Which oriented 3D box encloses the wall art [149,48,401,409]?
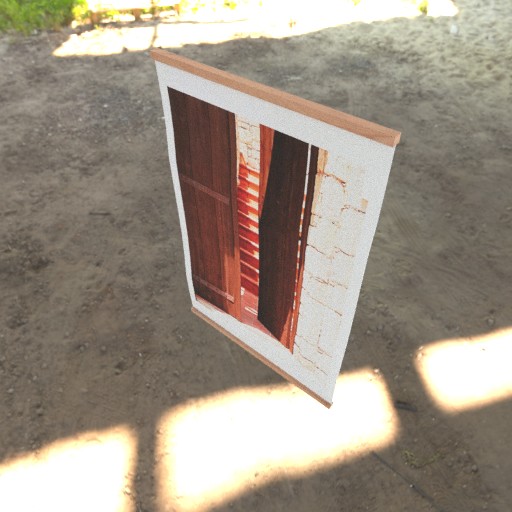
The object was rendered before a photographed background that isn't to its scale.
[{"bbox_3d":[0.000,0.000,0.650,0.332,0.508,0.012,30,52,27],"label":"wall art"}]
